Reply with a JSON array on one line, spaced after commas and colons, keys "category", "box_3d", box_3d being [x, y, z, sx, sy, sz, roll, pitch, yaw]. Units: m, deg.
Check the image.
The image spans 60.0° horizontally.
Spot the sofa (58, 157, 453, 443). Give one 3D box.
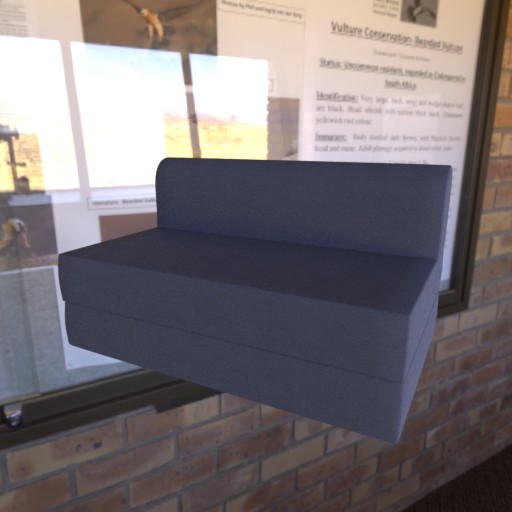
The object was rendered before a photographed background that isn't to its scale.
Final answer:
[{"category": "sofa", "box_3d": [0.000, 0.000, 1.621, 1.219, 0.660, 0.762, 8, 17, 27]}]
